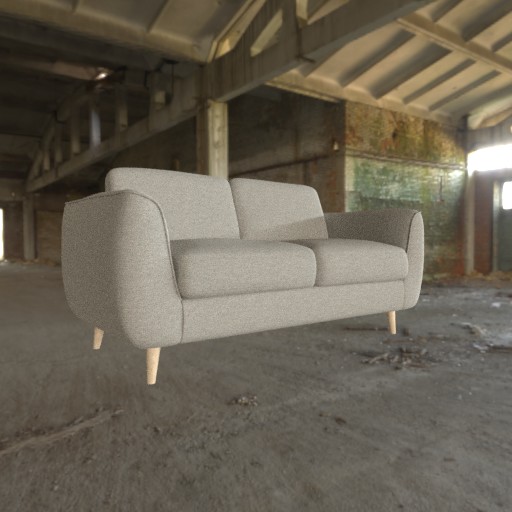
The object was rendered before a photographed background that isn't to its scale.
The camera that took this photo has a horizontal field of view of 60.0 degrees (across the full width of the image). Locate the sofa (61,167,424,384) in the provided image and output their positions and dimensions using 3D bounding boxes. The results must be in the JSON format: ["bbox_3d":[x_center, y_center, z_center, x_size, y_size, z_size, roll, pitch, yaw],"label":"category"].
[{"bbox_3d":[0.000,0.000,2.221,1.700,0.850,0.920,-2,3,-37],"label":"sofa"}]
